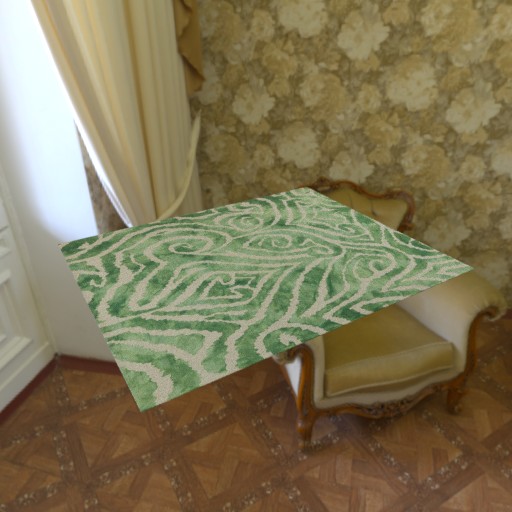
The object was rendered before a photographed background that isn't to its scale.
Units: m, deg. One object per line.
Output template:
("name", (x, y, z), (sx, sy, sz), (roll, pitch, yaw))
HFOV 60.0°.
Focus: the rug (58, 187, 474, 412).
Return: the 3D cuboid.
("rug", (0.000, 0.000, 4.132), (3.045, 0.007, 2.436), (-17, 33, -27))
